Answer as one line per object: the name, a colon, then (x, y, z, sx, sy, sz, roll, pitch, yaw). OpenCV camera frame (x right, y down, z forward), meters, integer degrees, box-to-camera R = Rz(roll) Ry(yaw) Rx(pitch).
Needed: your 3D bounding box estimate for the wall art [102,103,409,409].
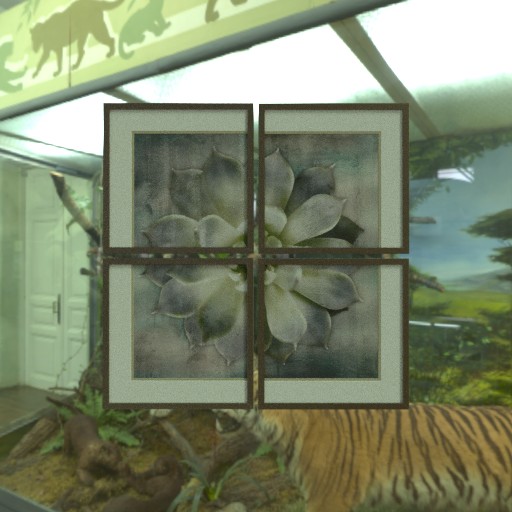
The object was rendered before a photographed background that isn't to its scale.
wall art: (0.000, 0.000, 1.506, 1.032, 1.032, 0.030, 0, 0, 0)
